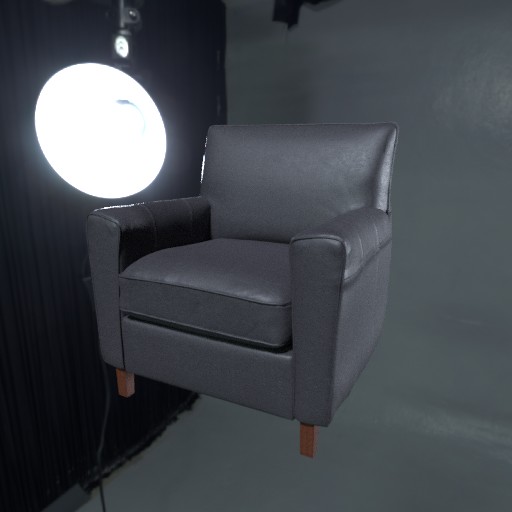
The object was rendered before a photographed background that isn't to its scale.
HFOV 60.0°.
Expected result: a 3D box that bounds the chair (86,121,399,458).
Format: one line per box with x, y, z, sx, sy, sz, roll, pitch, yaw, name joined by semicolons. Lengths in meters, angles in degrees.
0.000;0.000;1.602;0.870;0.943;0.825;7;16;26;chair
